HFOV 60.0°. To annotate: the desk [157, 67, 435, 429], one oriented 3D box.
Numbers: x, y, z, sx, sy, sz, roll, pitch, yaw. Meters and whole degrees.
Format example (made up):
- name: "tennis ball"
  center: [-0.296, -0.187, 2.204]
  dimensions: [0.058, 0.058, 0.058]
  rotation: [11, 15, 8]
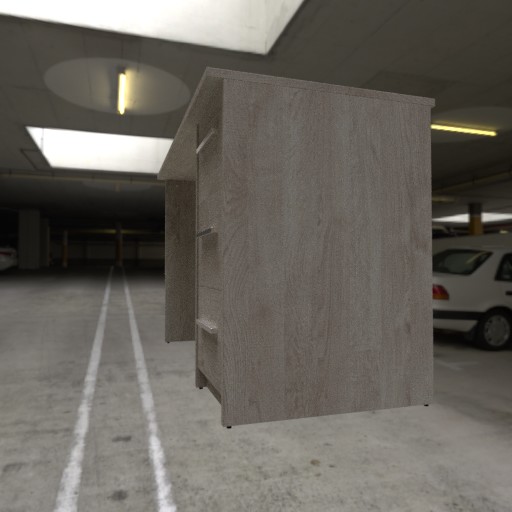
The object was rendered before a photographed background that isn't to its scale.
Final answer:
- name: "desk"
  center: [0.000, 0.000, 1.499]
  dimensions: [0.560, 0.735, 1.097]
  rotation: [1, -2, -18]
